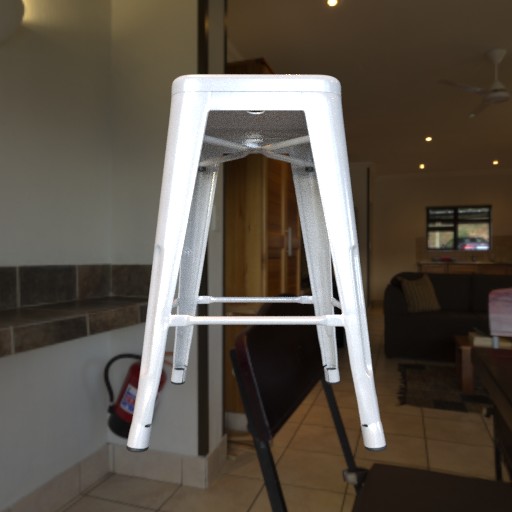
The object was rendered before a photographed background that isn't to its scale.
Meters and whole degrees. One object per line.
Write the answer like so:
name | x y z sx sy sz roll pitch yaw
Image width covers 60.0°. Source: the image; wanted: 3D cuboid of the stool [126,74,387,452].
stool | 0.000 0.000 0.883 0.406 0.610 0.406 0 0 0
